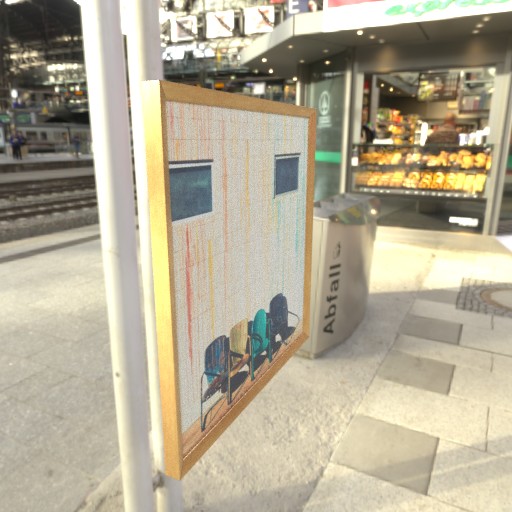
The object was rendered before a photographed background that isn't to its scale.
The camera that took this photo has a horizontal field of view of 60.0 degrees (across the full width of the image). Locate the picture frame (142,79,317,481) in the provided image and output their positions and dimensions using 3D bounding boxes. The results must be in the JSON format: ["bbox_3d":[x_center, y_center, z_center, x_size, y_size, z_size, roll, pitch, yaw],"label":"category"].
[{"bbox_3d":[0.000,0.000,1.137,0.037,0.761,0.758,7,16,26],"label":"picture frame"}]
